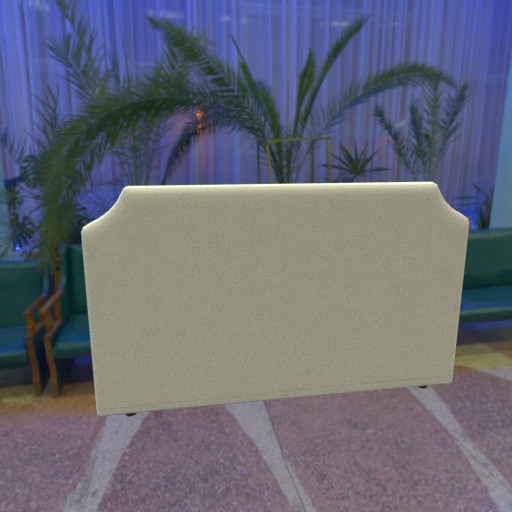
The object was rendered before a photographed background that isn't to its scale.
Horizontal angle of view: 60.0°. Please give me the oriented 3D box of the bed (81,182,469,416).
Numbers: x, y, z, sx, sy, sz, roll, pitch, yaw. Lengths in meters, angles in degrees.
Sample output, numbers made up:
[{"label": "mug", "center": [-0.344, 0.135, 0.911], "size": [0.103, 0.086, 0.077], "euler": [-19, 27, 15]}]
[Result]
[{"label": "bed", "center": [0.000, 0.000, 3.523], "size": [2.160, 1.301, 2.204], "euler": [-2, 14, -9]}]
